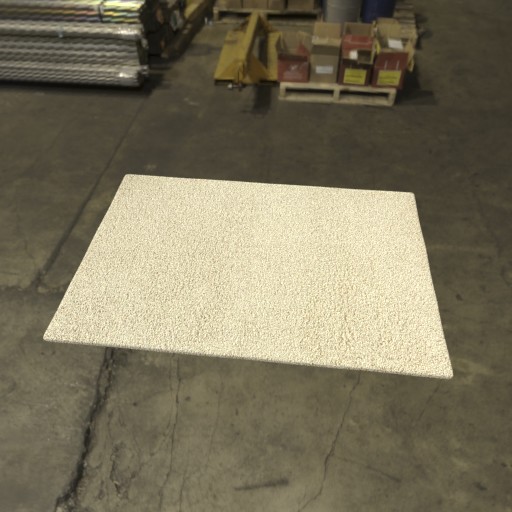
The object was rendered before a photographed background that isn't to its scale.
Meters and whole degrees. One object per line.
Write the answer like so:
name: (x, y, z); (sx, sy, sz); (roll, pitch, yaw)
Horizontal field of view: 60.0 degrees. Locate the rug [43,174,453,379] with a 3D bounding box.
rug: (0.000, 0.000, 2.317); (1.778, 0.030, 1.219); (4, 47, 4)
